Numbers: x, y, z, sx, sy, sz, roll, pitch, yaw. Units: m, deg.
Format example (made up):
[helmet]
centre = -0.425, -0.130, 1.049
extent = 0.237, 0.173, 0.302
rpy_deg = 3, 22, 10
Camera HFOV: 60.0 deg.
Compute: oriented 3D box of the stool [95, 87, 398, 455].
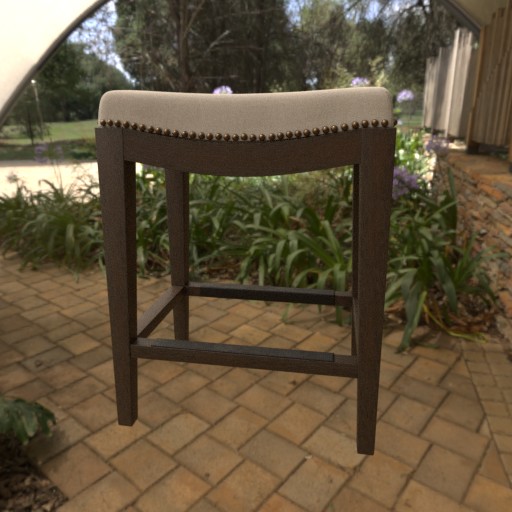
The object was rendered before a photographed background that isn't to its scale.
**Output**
[stool]
centre = 0.000, 0.000, 0.930
extent = 0.500, 0.642, 0.361
rpy_deg = 3, 17, 9
